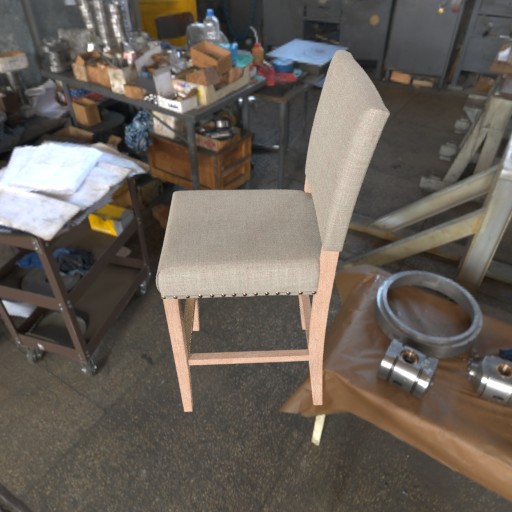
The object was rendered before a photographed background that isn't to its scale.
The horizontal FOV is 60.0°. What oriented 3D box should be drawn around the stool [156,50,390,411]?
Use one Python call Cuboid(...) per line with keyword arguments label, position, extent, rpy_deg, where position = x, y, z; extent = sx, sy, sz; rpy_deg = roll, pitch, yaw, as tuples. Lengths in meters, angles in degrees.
Cuboid(label="stool", position=(0.000, 0.000, 1.479), extent=(0.585, 1.173, 0.445), rpy_deg=(-1, 40, -1))
